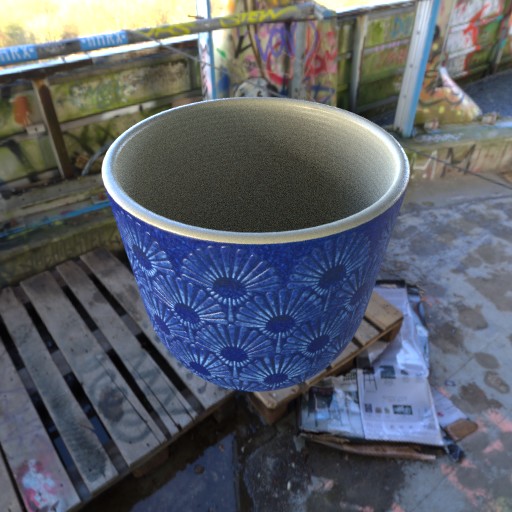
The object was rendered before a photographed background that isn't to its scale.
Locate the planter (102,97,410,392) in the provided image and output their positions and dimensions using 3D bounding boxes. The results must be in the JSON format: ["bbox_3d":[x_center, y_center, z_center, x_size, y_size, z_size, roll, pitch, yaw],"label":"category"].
[{"bbox_3d":[0.000,0.000,0.365,0.206,0.190,0.206,0,39,0],"label":"planter"}]
